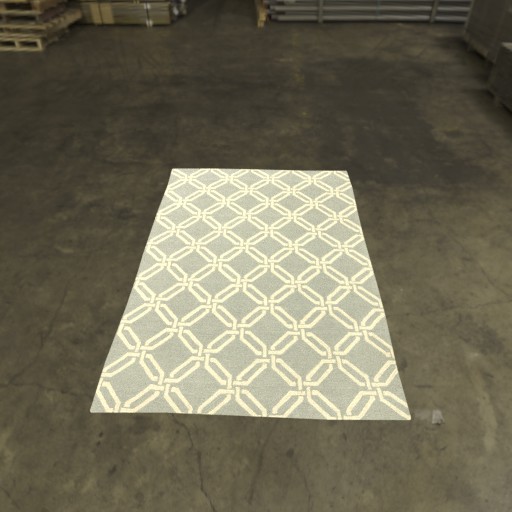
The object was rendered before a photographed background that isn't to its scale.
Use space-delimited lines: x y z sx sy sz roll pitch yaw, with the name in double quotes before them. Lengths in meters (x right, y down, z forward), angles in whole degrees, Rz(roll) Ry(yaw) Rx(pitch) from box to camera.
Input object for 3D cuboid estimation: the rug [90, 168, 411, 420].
"rug" 0.000 0.000 2.228 1.148 0.010 1.754 1 40 1
